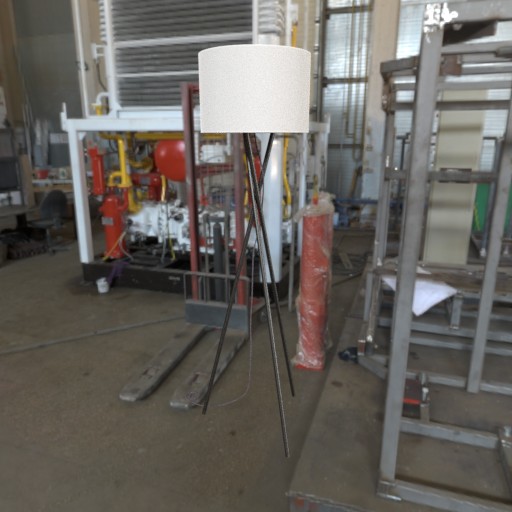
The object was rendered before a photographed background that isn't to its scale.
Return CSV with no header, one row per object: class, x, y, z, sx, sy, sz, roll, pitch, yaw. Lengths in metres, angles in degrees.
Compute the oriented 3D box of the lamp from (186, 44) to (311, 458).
lamp,0.000,0.000,1.963,0.522,1.624,0.667,-8,17,-26
